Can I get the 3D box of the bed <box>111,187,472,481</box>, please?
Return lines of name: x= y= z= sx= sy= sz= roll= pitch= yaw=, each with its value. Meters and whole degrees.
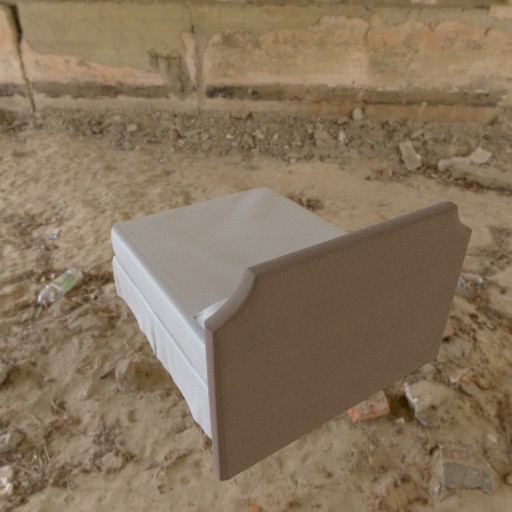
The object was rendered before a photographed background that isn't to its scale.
bed: x=0.000 y=0.000 z=3.297 sx=1.828 sy=1.303 sz=2.164 roll=-18 pitch=35 yaw=-28
